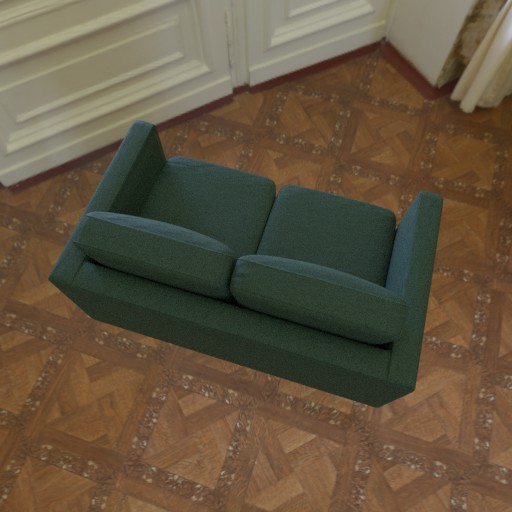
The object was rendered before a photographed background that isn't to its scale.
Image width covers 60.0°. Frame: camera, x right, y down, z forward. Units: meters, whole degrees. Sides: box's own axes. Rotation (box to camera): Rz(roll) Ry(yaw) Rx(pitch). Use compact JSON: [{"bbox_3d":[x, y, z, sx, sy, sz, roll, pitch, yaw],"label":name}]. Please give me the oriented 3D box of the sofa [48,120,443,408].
[{"bbox_3d":[0.000,0.000,2.016,1.430,0.899,0.879,16,66,7],"label":"sofa"}]
